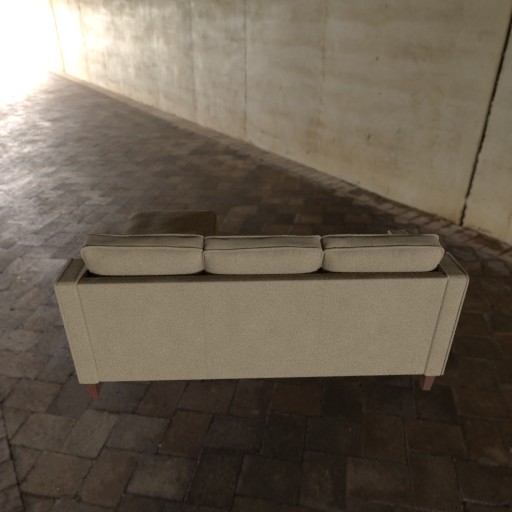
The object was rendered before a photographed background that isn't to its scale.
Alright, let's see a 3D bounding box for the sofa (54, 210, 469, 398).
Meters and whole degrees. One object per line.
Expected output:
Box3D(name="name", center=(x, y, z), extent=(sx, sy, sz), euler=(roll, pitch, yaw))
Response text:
Box3D(name="sofa", center=(0.000, 0.000, 3.398), extent=(2.317, 1.066, 1.858), euler=(-1, 29, -2))
